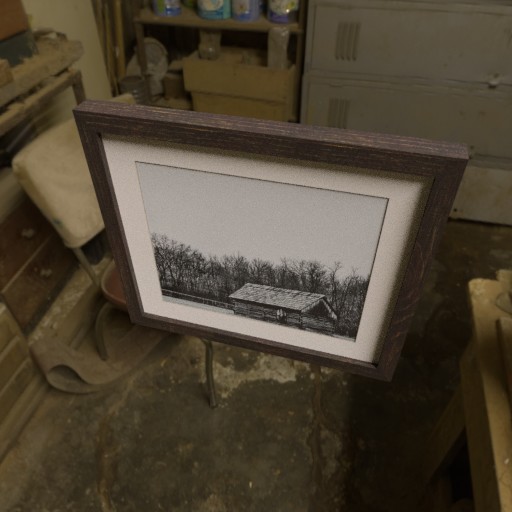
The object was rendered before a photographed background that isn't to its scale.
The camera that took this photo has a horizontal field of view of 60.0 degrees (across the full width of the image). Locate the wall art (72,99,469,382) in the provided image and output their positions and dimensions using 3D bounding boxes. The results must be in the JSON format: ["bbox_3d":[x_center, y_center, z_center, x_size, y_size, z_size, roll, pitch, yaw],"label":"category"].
[{"bbox_3d":[0.000,0.000,0.532,0.381,0.330,0.031,10,42,12],"label":"wall art"}]
